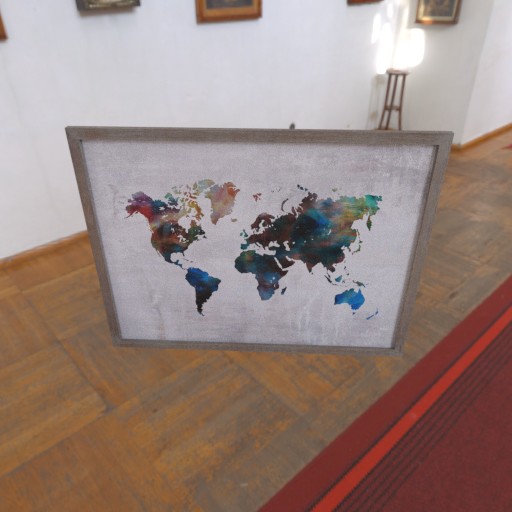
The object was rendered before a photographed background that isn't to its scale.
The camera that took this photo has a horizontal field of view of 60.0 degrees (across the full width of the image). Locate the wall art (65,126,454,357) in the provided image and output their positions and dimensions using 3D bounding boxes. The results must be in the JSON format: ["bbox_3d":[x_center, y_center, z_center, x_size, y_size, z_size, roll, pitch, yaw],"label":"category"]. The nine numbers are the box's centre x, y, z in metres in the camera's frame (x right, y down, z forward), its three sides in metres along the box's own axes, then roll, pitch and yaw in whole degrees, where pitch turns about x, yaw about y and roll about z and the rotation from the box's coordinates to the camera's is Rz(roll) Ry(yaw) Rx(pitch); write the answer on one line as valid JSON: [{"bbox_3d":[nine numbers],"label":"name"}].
[{"bbox_3d":[0.000,0.000,1.359,1.012,0.774,0.019,1,31,2],"label":"wall art"}]
